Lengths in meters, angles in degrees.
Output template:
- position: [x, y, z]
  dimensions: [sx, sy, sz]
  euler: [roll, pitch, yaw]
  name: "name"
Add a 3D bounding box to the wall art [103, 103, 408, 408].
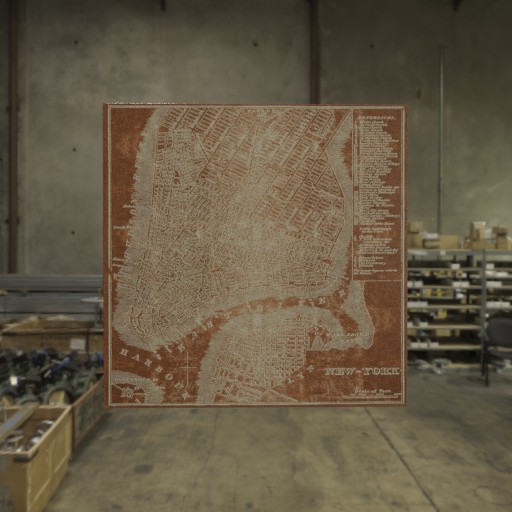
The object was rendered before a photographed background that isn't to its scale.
- position: [0.000, 0.000, 0.604]
  dimensions: [0.403, 0.403, 0.035]
  euler: [0, 0, -1]
  name: "wall art"
